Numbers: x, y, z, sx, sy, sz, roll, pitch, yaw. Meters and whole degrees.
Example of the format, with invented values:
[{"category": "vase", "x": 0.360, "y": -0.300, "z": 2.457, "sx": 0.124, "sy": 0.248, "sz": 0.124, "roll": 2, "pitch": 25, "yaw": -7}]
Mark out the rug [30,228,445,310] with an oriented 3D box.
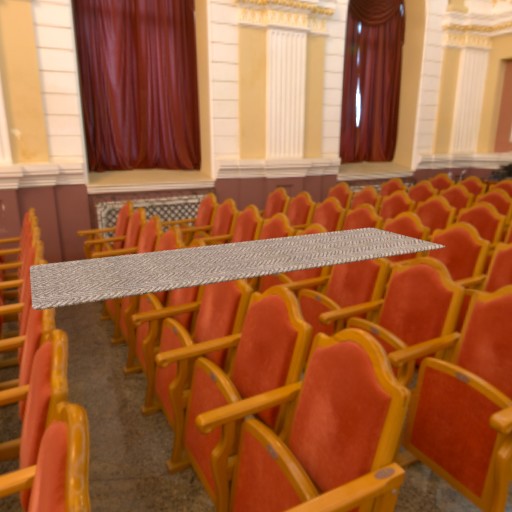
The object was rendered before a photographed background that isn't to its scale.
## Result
[{"category": "rug", "x": 0.000, "y": 0.000, "z": 2.508, "sx": 2.286, "sy": 0.008, "sz": 0.686, "roll": -7, "pitch": 16, "yaw": -26}]
